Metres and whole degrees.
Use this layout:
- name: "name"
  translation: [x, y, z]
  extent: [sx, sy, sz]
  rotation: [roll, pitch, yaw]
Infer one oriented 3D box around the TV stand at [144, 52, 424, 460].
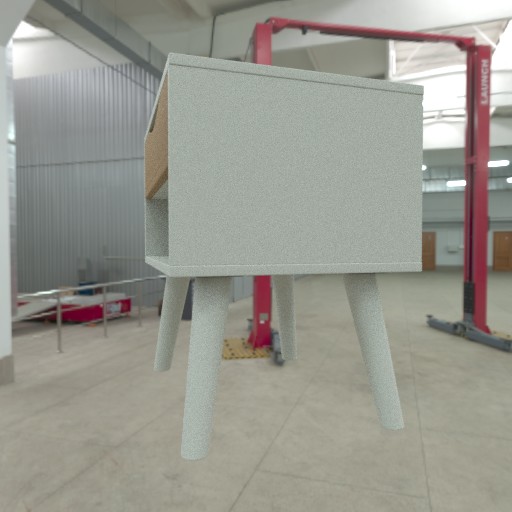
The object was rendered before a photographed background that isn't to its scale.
- name: "TV stand"
  translation: [0.000, 0.000, 0.900]
  extent: [0.405, 0.559, 0.508]
  rotation: [-1, 2, -18]
